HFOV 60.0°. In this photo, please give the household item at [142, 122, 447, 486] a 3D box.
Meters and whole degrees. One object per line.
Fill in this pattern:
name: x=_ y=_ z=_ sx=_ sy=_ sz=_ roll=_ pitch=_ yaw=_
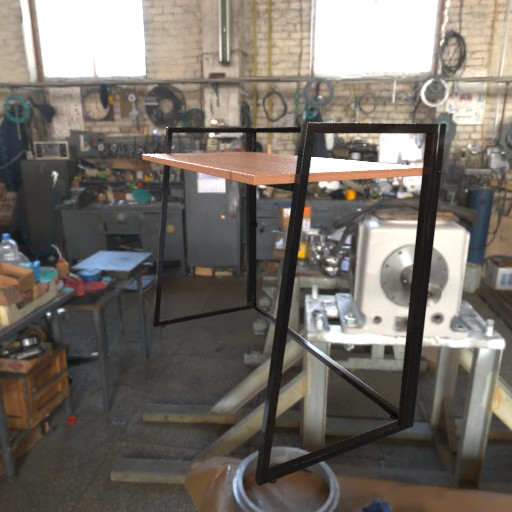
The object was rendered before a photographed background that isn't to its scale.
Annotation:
household item: x=0.000 y=0.000 z=1.527 sx=0.510 sy=0.860 sz=1.050 roll=-8 pitch=17 yaw=-26
